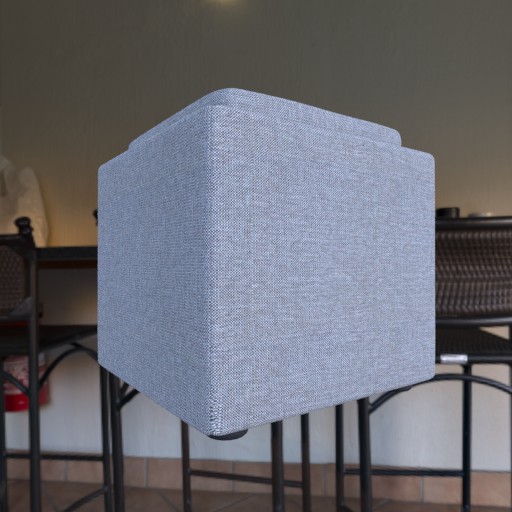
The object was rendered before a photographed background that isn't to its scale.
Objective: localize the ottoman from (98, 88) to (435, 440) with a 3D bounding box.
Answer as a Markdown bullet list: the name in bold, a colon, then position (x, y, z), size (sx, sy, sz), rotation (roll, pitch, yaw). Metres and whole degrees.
- **ottoman**: position (0.000, 0.000, 0.811), size (0.450, 0.460, 0.450), rotation (0, 0, -35)
